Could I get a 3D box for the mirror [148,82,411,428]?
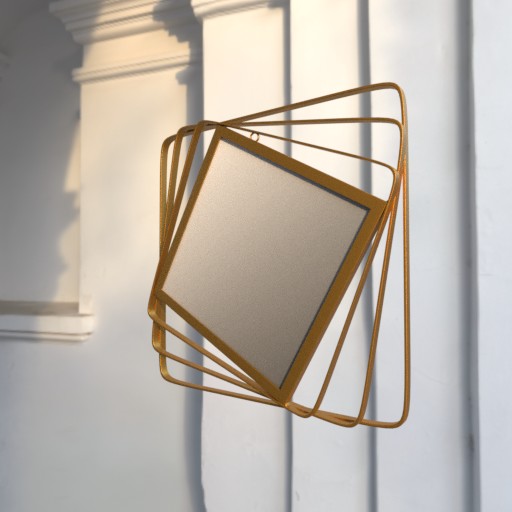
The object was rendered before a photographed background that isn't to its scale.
[{"bbox_3d":[0.000,0.000,0.701,0.470,0.468,0.045,-1,-2,36],"label":"mirror"}]
